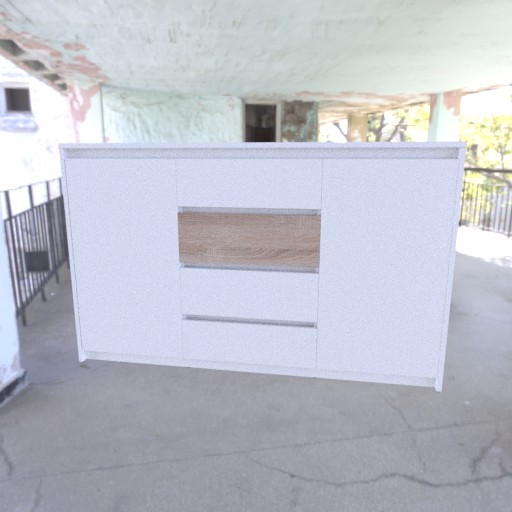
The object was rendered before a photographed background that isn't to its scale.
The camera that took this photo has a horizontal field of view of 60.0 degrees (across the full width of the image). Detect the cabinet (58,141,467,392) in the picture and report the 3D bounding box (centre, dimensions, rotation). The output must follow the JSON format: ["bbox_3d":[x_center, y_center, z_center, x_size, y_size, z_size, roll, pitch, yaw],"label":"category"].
[{"bbox_3d":[0.000,0.000,1.833,1.450,0.900,0.380,2,13,9],"label":"cabinet"}]
